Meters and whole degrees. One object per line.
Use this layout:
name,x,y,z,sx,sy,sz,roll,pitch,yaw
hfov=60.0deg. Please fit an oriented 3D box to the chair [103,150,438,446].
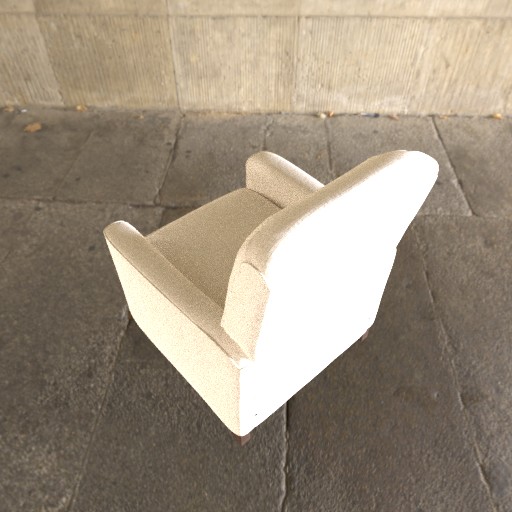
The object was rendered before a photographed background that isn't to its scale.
chair,0.000,0.000,1.656,0.841,1.028,0.858,-32,54,-28
